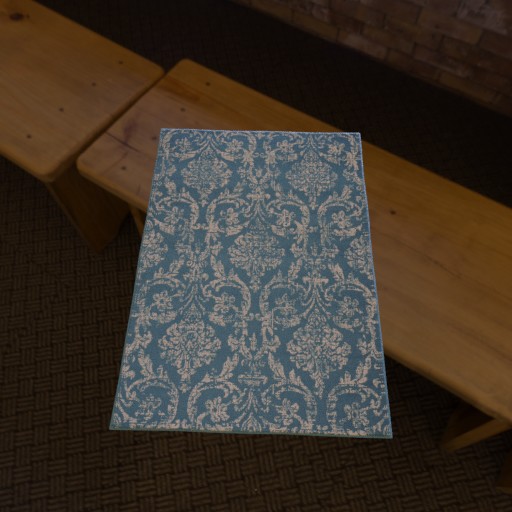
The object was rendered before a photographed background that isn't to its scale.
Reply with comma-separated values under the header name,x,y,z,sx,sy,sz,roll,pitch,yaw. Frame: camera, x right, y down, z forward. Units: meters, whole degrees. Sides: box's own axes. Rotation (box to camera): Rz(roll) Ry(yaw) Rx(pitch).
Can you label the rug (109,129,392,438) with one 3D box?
name,x,y,z,sx,sy,sz,roll,pitch,yaw
rug,0.000,0.000,2.942,1.554,0.012,2.205,1,62,1
